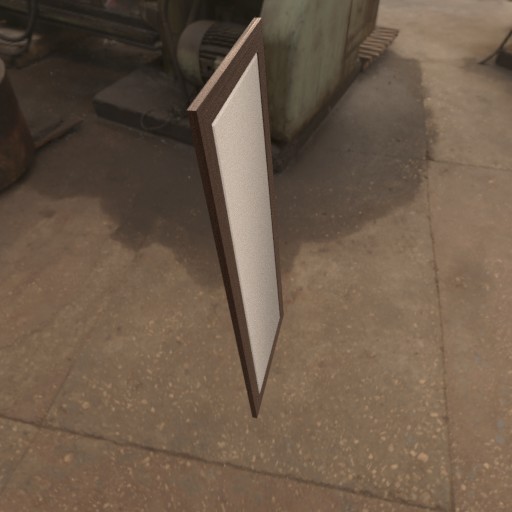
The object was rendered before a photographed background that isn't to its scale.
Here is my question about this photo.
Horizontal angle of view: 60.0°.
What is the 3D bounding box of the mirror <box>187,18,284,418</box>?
[{"bbox_3d":[0.000,0.000,2.299,0.221,2.020,0.812,10,47,10],"label":"mirror"}]
